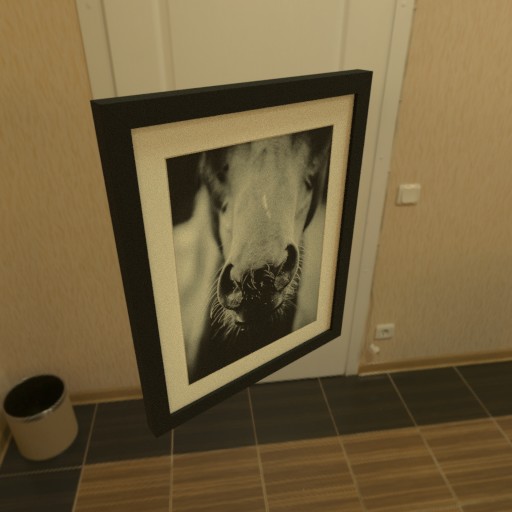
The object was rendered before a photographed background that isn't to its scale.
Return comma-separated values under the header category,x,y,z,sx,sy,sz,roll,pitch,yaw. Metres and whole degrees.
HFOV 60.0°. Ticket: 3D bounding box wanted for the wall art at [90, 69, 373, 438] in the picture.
category,x,y,z,sx,sy,sz,roll,pitch,yaw
wall art,0.000,0.000,0.760,0.457,0.559,0.033,-20,36,-31
